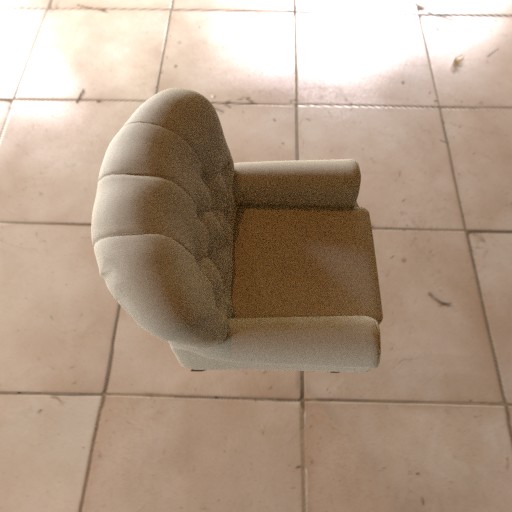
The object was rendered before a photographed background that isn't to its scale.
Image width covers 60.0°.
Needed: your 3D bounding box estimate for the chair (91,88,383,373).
[{"bbox_3d":[0.000,0.000,1.998,1.132,1.169,1.035,0,63,0],"label":"chair"}]
